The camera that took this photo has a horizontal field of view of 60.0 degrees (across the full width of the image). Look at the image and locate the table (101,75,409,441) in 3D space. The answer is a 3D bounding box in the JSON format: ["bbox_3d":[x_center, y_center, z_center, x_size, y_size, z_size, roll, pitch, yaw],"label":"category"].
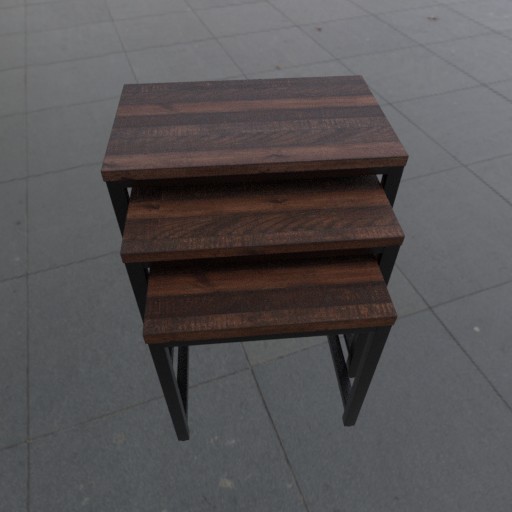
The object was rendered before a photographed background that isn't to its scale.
[{"bbox_3d":[0.000,0.000,1.122,0.608,0.616,0.660,-4,46,-3],"label":"table"}]
